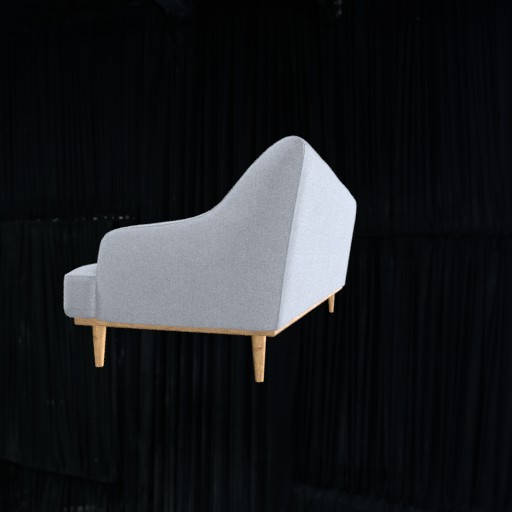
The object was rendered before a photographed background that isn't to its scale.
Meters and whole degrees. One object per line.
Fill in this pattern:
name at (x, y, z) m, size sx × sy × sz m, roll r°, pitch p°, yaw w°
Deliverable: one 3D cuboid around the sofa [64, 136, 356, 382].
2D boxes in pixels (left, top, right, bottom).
sofa at (0.000, 0.000, 2.562) m, size 0.978 × 0.871 × 2.057 m, roll 0°, pitch 1°, yaw 18°
